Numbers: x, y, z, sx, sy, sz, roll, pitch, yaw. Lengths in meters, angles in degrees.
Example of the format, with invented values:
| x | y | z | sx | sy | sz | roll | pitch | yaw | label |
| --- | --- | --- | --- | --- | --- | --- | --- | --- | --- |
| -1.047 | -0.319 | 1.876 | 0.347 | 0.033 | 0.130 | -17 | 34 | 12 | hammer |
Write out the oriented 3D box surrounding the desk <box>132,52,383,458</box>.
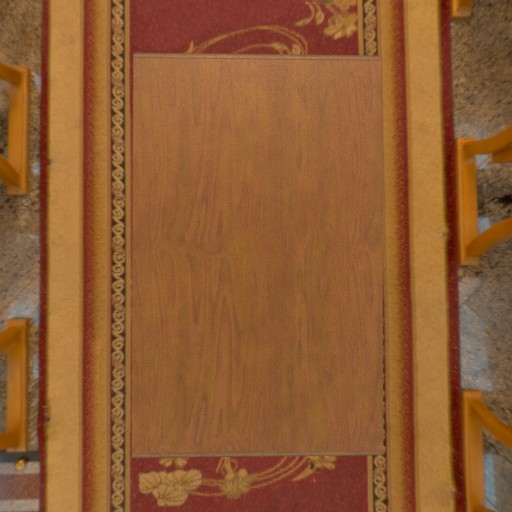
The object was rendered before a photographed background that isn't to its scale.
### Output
| x | y | z | sx | sy | sz | roll | pitch | yaw | label |
| --- | --- | --- | --- | --- | --- | --- | --- | --- | --- |
| 0.000 | 0.000 | 1.537 | 0.660 | 0.754 | 1.066 | 0 | 89 | -1 | desk |
